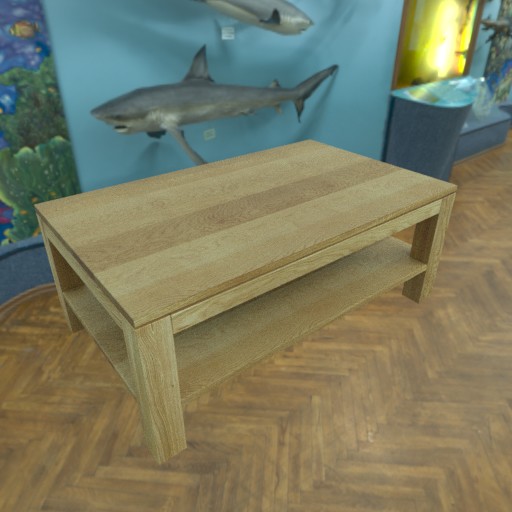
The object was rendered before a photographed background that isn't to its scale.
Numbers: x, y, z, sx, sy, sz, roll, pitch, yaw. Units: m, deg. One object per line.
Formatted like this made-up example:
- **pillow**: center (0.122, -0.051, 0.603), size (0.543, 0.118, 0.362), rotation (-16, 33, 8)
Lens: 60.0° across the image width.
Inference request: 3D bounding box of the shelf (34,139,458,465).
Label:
- **shelf**: center (0.000, 0.000, 1.514), size (1.150, 0.450, 0.700), rotation (-22, 37, -32)
